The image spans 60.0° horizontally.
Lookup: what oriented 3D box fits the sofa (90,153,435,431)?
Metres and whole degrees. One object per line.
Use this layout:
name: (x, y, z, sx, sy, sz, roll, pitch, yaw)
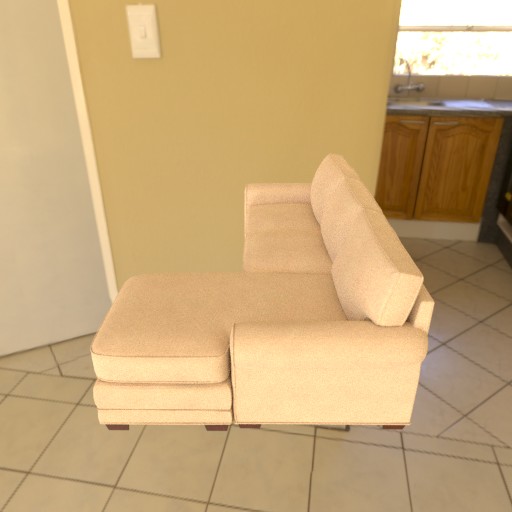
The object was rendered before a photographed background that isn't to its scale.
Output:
sofa: (0.000, 0.000, 2.321, 1.226, 0.734, 1.770, 0, 27, 0)
